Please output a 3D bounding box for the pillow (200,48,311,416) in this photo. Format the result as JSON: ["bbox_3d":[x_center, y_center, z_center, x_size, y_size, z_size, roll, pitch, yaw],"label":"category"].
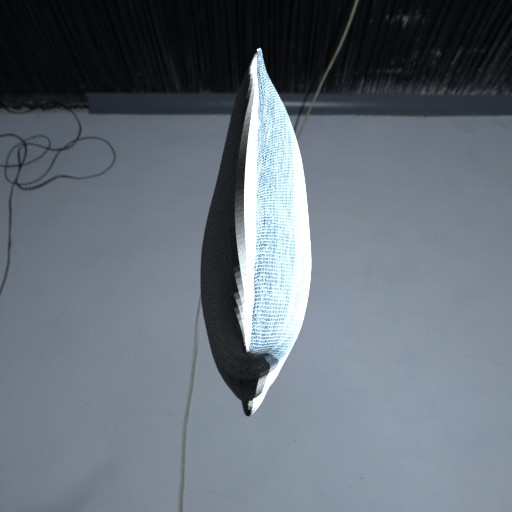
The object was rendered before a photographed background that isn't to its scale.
[{"bbox_3d":[0.000,0.000,0.710,0.182,0.441,0.440,2,64,1],"label":"pillow"}]
